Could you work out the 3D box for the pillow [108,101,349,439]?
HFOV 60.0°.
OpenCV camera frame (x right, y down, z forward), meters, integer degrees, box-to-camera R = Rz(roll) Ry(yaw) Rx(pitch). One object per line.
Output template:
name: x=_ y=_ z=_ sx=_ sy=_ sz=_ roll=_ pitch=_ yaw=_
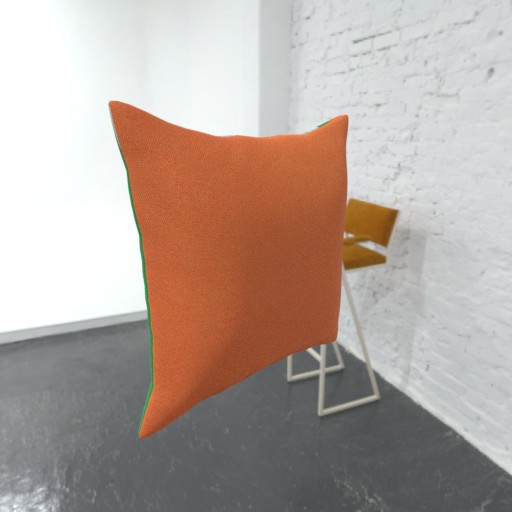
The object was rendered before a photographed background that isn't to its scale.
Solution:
pillow: x=0.000 y=0.000 z=0.702 sx=0.453 sy=0.444 sz=0.169 roll=-14 pitch=21 yaw=-42
